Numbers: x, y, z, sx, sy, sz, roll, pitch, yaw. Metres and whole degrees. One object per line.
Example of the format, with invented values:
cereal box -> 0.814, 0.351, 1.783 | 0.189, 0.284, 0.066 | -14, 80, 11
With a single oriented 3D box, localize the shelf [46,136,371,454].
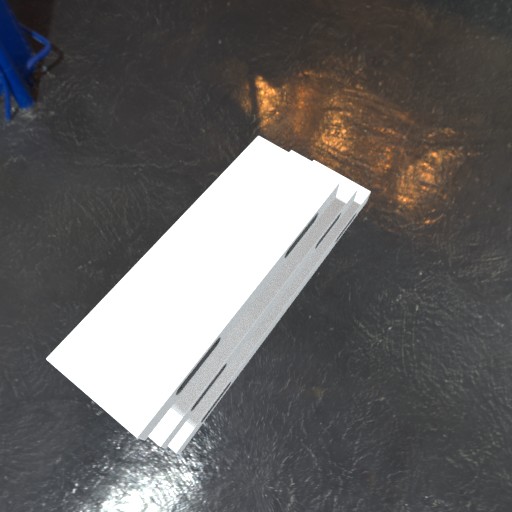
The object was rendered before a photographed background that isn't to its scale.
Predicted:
shelf -> 0.000, 0.000, 0.721 | 0.140, 0.293, 0.610 | 33, 68, 16
